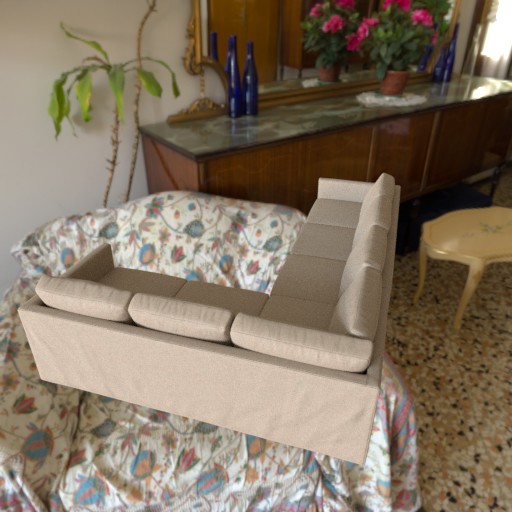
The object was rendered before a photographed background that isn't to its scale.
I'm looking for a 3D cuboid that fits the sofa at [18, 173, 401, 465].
[{"bbox_3d":[0.000,0.000,4.128,2.432,0.871,3.182,9,31,15],"label":"sofa"}]
